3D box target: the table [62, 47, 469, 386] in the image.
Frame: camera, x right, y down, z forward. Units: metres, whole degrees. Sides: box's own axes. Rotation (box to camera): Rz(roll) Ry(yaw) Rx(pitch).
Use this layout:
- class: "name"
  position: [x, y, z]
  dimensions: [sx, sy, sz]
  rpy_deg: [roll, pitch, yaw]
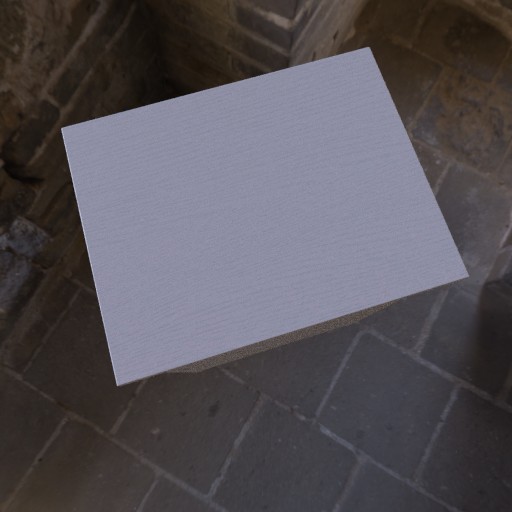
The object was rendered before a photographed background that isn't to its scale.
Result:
- class: "table"
  position: [0.000, 0.000, 0.927]
  dimensions: [0.480, 0.635, 0.381]
  rpy_deg: [-16, 76, -4]
